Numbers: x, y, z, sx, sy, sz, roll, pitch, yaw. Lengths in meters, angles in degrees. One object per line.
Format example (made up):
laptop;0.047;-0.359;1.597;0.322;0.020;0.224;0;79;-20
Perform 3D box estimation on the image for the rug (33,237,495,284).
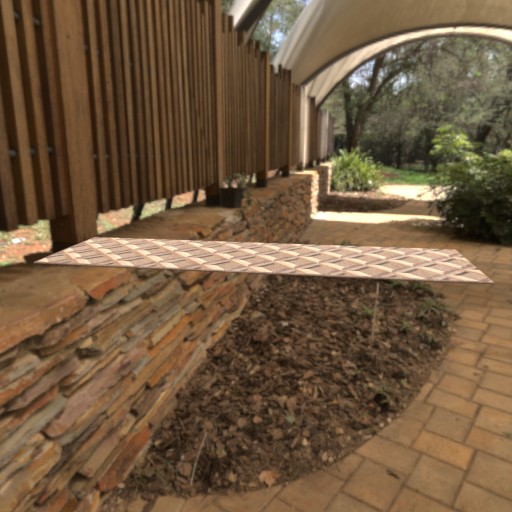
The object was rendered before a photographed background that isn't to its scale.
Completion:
rug;0.000;0.000;2.640;2.437;0.013;0.685;2;15;9
